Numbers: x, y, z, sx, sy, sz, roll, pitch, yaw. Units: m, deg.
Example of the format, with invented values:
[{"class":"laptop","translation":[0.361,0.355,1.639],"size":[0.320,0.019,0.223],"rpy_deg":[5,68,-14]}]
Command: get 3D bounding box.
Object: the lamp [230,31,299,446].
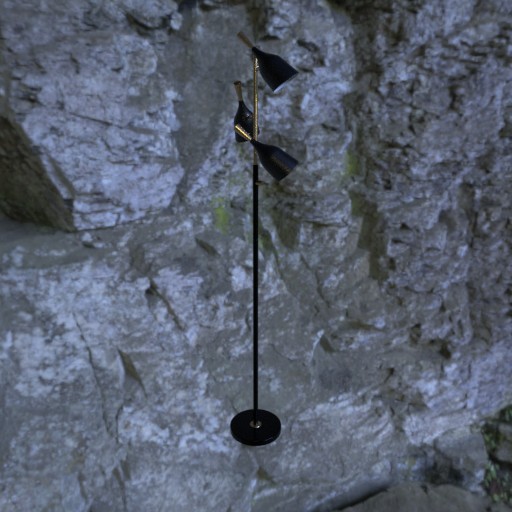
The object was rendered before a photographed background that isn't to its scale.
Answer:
[{"class":"lamp","translation":[0.000,0.000,1.946],"size":[0.253,1.778,0.434],"rpy_deg":[-8,17,-26]}]
